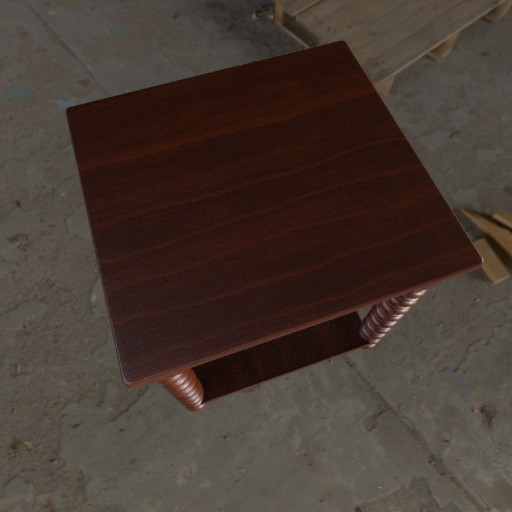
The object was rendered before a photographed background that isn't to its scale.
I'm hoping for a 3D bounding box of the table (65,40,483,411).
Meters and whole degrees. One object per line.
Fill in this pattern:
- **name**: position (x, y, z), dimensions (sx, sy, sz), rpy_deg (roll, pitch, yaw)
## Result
- **table**: position (0.000, 0.000, 0.958), dimensions (0.533, 0.567, 0.500), rpy_deg (-17, 65, -8)
